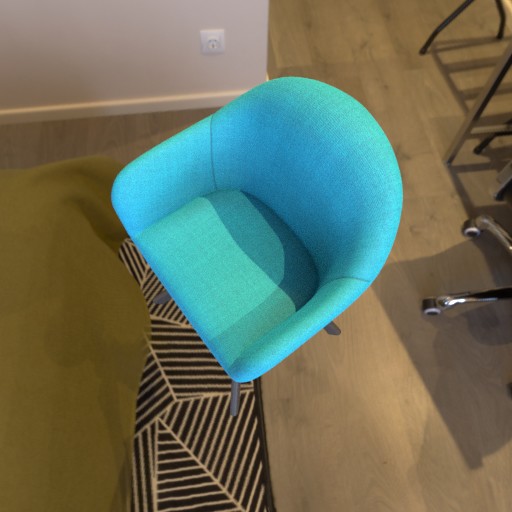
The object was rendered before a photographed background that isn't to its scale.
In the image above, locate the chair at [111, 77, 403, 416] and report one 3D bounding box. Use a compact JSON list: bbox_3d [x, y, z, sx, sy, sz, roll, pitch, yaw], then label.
[{"bbox_3d":[0.000,0.000,1.191,0.550,0.795,0.590,-34,68,-16],"label":"chair"}]
